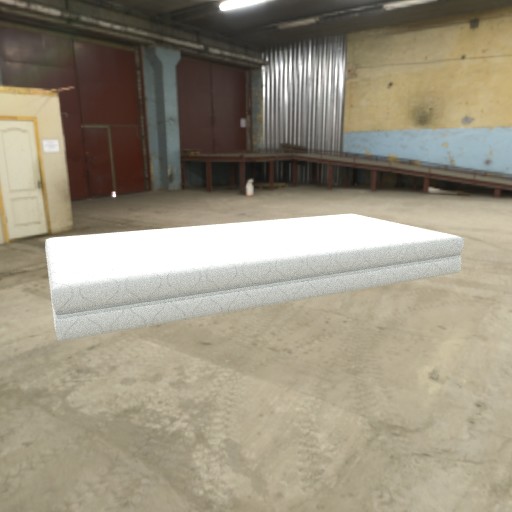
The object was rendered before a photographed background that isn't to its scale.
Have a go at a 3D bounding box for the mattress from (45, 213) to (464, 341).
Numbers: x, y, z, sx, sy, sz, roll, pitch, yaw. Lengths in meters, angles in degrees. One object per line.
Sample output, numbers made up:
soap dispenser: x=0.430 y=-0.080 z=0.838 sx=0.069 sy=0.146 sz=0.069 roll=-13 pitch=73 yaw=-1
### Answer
mattress: x=0.000 y=0.000 z=2.234 sx=1.900 sy=0.200 sz=0.900 roll=-7 pitch=15 yaw=-25
